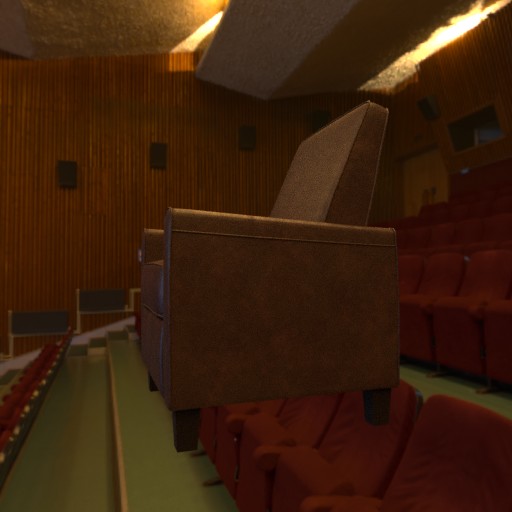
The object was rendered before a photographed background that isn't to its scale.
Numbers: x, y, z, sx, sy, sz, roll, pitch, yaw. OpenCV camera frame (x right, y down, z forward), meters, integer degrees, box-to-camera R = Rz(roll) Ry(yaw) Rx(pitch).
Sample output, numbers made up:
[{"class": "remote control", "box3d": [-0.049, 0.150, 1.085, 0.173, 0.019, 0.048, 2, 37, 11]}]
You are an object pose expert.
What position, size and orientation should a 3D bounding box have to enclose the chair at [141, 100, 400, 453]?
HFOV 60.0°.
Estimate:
[{"class": "chair", "box3d": [0.000, 0.000, 1.537, 0.746, 1.013, 0.705, 1, -2, -20]}]
